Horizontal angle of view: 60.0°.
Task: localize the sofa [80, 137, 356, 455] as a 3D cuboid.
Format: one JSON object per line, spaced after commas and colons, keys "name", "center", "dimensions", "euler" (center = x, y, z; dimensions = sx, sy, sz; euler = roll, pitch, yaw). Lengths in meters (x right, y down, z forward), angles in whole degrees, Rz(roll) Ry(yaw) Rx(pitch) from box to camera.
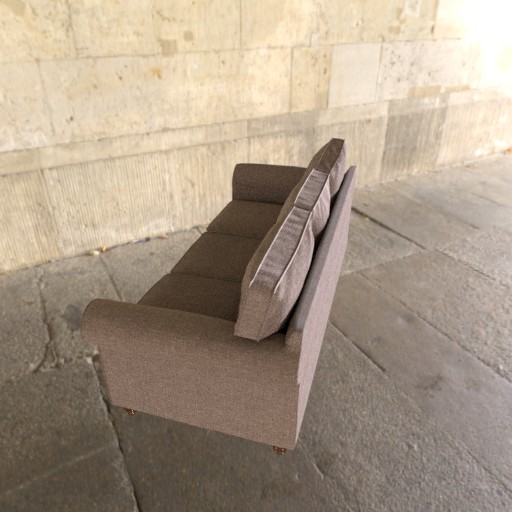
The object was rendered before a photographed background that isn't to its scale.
{"name": "sofa", "center": [0.000, 0.000, 2.596], "dimensions": [0.916, 0.961, 2.084], "euler": [8, 31, 14]}
